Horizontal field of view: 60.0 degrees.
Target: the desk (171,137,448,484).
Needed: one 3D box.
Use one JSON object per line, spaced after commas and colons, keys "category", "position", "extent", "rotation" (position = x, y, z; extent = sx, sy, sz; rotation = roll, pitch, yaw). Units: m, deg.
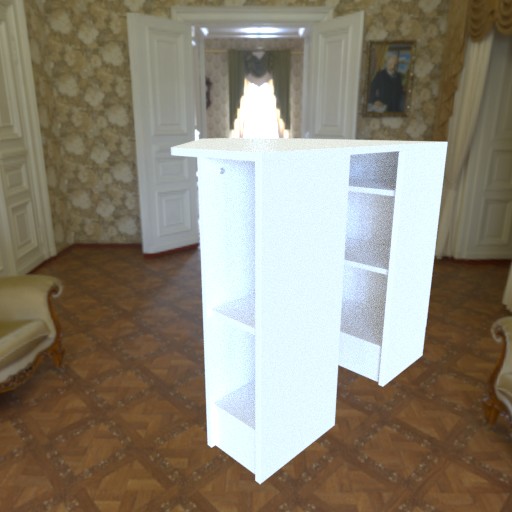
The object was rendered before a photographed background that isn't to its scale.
{"category": "desk", "position": [0.000, 0.000, 1.639], "extent": [0.940, 0.818, 0.926], "rotation": [15, 22, 42]}
